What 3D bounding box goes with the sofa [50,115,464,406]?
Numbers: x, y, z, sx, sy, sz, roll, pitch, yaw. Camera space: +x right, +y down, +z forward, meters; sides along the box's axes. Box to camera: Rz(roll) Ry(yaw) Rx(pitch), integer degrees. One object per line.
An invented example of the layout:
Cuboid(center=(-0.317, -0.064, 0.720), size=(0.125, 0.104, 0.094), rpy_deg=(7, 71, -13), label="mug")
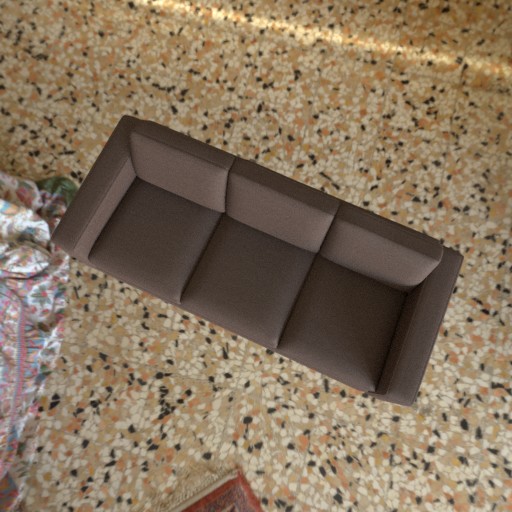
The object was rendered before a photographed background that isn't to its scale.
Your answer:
Cuboid(center=(0.000, 0.000, 2.638), size=(2.160, 0.806, 0.900), rpy_deg=(24, 77, 6), label="sofa")
